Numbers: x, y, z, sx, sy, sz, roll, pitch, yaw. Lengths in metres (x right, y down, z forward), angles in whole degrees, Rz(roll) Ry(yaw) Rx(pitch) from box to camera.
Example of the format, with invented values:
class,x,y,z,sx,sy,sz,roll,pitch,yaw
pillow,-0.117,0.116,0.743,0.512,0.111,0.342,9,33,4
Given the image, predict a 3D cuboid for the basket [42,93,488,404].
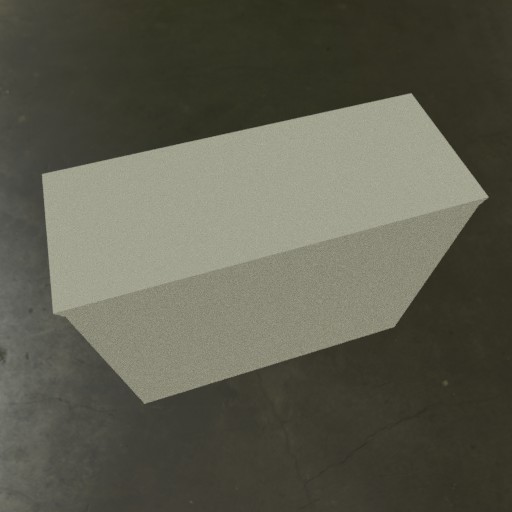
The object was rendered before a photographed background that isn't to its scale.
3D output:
class,x,y,z,sx,sy,sz,roll,pitch,yaw
basket,0.000,0.000,1.126,0.792,0.625,0.376,-15,60,-9
